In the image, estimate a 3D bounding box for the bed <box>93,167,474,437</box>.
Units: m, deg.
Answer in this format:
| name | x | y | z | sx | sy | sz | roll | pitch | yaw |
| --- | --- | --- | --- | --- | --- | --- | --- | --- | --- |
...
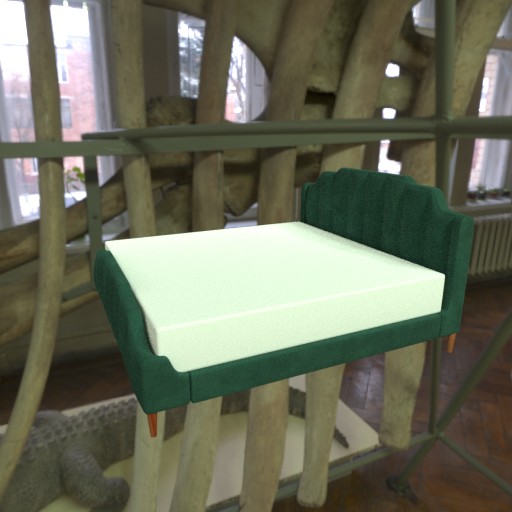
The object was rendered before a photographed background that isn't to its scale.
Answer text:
| name | x | y | z | sx | sy | sz | roll | pitch | yaw |
| --- | --- | --- | --- | --- | --- | --- | --- | --- | --- |
| bed | 0.000 | 0.000 | 3.546 | 2.340 | 1.245 | 2.074 | -8 | 18 | -24 |
